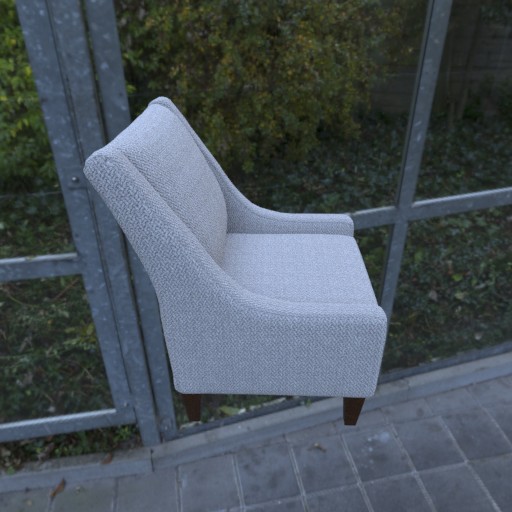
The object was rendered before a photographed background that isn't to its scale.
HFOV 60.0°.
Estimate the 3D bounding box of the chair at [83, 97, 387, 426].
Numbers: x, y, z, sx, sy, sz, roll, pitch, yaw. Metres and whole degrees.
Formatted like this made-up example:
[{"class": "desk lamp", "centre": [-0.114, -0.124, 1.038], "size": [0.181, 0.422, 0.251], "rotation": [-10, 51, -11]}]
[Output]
[{"class": "chair", "centre": [0.000, 0.000, 1.674], "size": [0.870, 1.014, 0.774], "rotation": [1, 31, 2]}]
